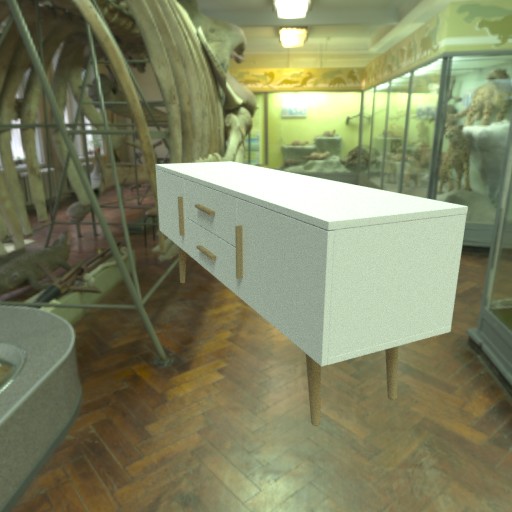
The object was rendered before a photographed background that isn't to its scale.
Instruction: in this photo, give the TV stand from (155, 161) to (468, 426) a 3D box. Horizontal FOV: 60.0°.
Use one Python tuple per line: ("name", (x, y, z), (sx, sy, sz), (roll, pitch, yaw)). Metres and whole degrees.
("TV stand", (0.000, 0.000, 1.611), (0.401, 0.560, 1.398), (-8, 18, -25))
